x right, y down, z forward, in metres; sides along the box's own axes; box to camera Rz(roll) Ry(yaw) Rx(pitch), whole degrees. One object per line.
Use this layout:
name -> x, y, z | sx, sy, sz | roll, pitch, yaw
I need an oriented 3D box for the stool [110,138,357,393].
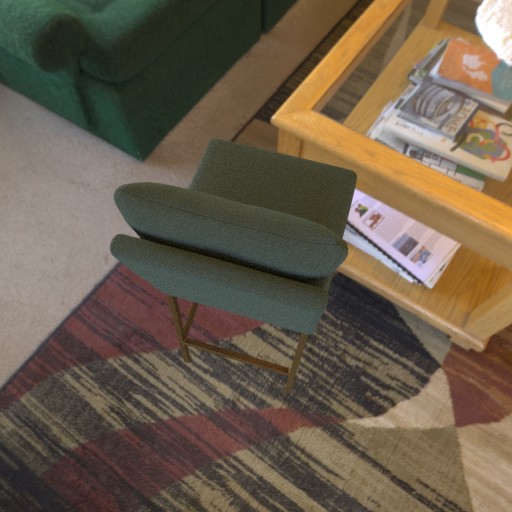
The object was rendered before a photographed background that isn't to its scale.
stool -> 0.000, 0.000, 1.329 | 0.463, 1.032, 0.568 | 15, 64, 7
